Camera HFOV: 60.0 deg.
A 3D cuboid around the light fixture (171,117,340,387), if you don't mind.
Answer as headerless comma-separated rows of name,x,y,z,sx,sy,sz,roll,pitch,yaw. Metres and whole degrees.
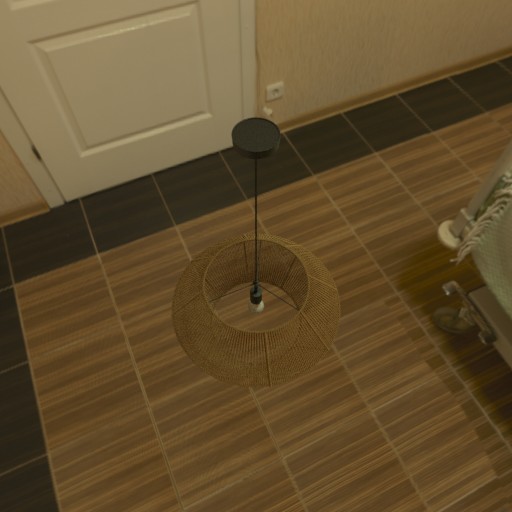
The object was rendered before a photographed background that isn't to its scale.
light fixture,0.000,0.000,1.396,0.643,1.009,0.643,0,58,0
